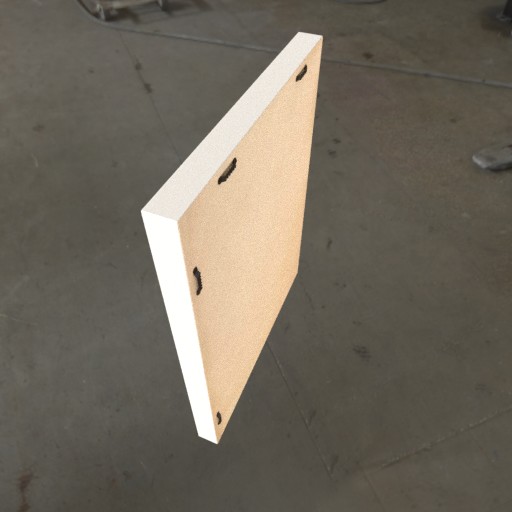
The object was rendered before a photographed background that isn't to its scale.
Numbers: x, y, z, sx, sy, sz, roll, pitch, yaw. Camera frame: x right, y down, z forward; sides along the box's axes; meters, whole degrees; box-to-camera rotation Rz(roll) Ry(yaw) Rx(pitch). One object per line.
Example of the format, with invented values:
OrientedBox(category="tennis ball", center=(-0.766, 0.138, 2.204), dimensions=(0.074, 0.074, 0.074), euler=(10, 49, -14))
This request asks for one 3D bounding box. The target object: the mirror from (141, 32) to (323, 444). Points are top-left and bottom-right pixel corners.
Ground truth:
OrientedBox(category="mirror", center=(0.000, 0.000, 0.679), dimensions=(0.041, 0.508, 0.405), euler=(17, 50, 15))
